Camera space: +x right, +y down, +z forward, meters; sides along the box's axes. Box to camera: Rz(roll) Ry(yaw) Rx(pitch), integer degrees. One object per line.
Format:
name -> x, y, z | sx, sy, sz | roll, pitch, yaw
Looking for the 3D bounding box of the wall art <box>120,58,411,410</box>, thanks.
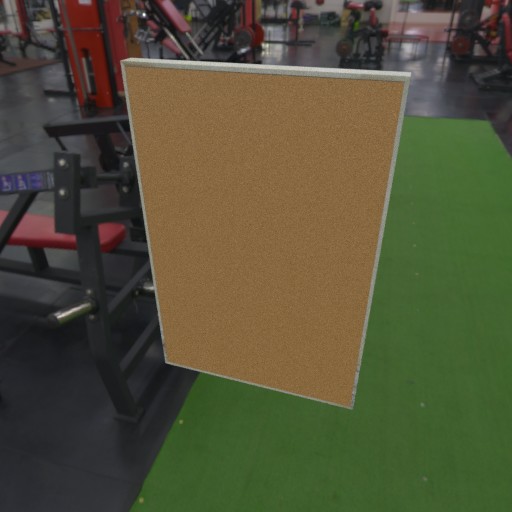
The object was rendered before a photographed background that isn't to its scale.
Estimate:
wall art -> 0.000, 0.000, 0.959 | 0.508, 0.764, 0.038 | 10, 33, 15
